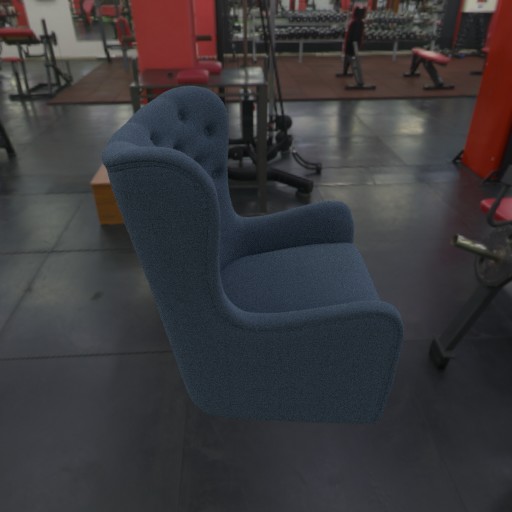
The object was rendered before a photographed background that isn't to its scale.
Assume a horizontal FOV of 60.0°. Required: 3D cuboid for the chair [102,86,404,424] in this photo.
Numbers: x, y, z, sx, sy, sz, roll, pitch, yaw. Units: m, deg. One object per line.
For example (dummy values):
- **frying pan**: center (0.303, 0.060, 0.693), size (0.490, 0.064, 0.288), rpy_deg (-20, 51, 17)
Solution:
- **chair**: center (0.000, 0.000, 1.676), size (0.930, 1.079, 0.831), rpy_deg (-1, 32, -1)
